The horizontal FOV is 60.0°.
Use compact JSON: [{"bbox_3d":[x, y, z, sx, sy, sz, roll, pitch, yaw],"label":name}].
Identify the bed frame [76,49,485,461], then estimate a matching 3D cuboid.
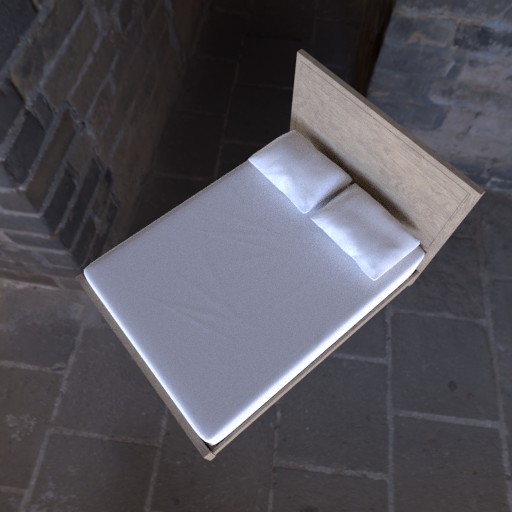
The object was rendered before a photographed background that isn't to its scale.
[{"bbox_3d":[0.000,0.000,3.188,2.189,1.369,1.606,-37,69,-17],"label":"bed frame"}]
